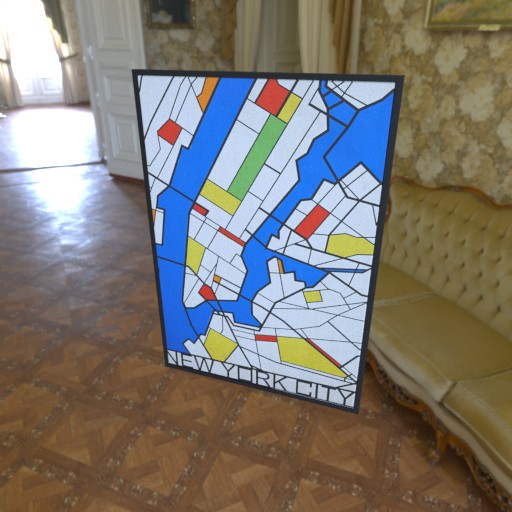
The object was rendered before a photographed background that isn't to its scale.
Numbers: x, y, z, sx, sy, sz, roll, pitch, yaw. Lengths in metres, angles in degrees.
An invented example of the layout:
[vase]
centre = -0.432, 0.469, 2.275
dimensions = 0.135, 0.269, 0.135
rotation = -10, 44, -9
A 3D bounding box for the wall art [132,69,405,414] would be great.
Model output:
[wall art]
centre = 0.000, 0.000, 0.860
dimensions = 0.460, 0.660, 0.013
rotation = 9, 27, 17
